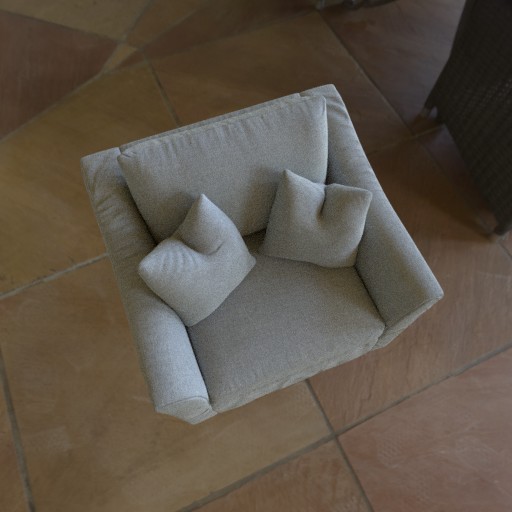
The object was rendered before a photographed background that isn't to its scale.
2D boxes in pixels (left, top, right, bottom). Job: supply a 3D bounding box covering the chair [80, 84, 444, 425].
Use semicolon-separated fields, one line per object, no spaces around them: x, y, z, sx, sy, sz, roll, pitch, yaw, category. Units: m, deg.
0.000;0.000;2.035;1.194;1.059;1.071;-20;66;-9;chair
